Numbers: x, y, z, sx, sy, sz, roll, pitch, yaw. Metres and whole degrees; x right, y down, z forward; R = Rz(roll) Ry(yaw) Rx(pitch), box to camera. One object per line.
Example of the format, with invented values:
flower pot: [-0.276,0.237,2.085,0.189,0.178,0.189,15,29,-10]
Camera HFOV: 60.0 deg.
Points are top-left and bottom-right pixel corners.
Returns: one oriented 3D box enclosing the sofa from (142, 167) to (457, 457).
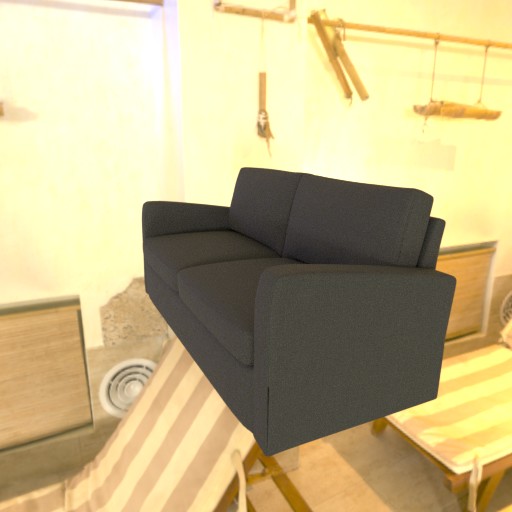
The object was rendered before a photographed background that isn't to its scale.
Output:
sofa: [0.000,0.000,2.325,0.898,0.839,1.852,-7,16,-25]
